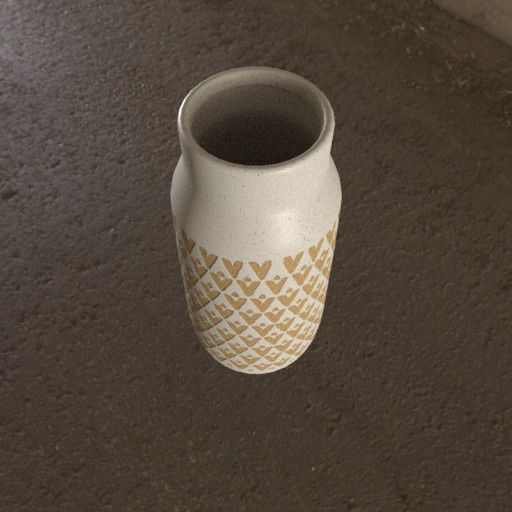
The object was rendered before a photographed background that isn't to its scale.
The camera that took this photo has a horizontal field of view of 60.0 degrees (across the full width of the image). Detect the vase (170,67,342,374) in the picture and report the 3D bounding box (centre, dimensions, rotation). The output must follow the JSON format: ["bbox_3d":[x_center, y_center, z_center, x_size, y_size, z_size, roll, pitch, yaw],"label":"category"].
[{"bbox_3d":[0.000,0.000,0.383,0.137,0.307,0.137,0,58,0],"label":"vase"}]
